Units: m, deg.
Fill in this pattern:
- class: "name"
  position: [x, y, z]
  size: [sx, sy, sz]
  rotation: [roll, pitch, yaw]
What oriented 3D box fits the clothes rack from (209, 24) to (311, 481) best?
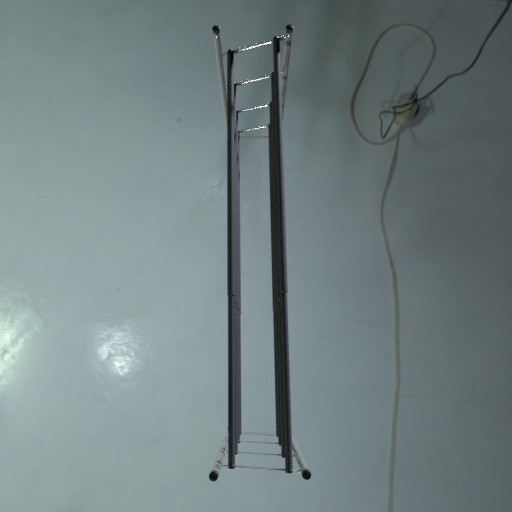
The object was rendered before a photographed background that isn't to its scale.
- class: "clothes rack"
  position: [0.000, 0.000, 1.427]
  size: [0.229, 0.672, 1.168]
  rotation: [-1, 77, 0]
